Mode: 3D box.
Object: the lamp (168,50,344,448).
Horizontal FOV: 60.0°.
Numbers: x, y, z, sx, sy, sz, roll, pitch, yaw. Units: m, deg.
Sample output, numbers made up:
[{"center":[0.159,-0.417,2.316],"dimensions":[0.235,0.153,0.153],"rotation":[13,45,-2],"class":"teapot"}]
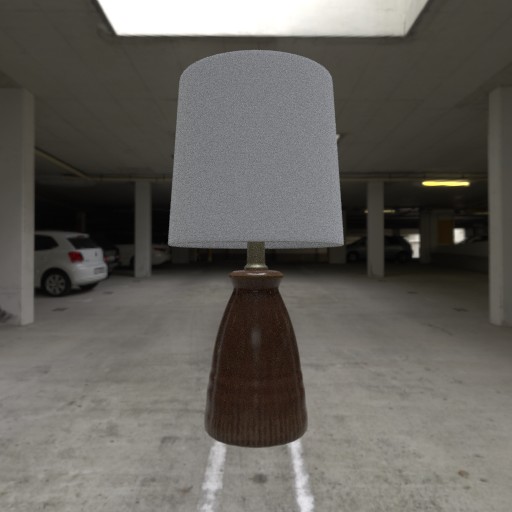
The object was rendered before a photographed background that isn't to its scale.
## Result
[{"center":[0.000,0.000,0.479],"dimensions":[0.186,0.369,0.186],"rotation":[0,-1,0],"class":"lamp"}]
